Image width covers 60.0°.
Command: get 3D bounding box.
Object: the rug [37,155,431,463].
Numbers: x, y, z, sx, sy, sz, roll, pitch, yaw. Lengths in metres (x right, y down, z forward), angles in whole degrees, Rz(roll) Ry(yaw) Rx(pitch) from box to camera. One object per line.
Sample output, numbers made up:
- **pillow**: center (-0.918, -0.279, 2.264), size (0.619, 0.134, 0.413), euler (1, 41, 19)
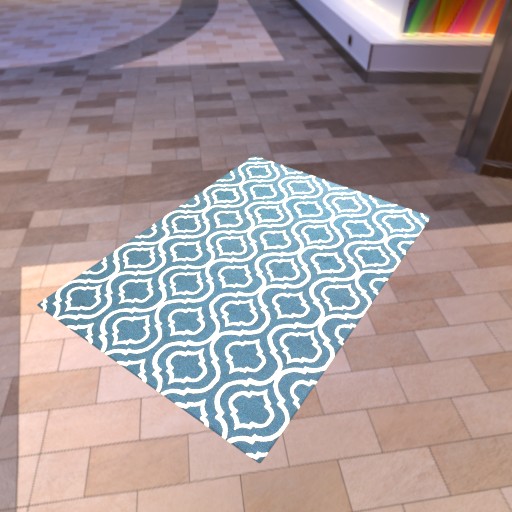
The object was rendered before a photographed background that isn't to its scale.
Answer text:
- **rug**: center (0.000, 0.000, 4.462), size (2.438, 0.010, 3.353), euler (25, 47, 26)
